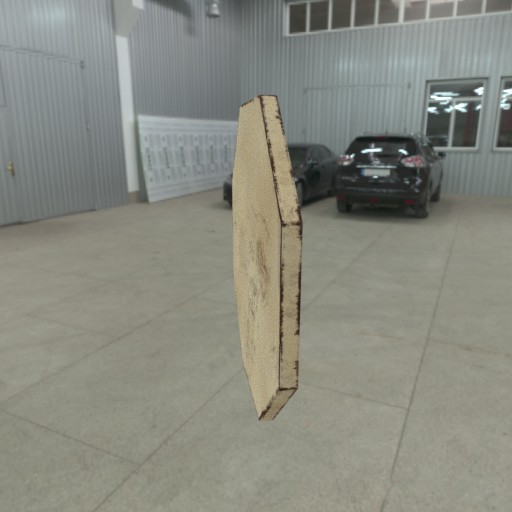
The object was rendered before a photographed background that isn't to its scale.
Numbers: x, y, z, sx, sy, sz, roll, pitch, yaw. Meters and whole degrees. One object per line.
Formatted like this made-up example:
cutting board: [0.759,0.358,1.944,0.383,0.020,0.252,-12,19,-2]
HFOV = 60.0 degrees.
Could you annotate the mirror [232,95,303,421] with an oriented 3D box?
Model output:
mirror: [0.000,0.000,0.978,0.031,0.648,0.648,-2,15,-9]
